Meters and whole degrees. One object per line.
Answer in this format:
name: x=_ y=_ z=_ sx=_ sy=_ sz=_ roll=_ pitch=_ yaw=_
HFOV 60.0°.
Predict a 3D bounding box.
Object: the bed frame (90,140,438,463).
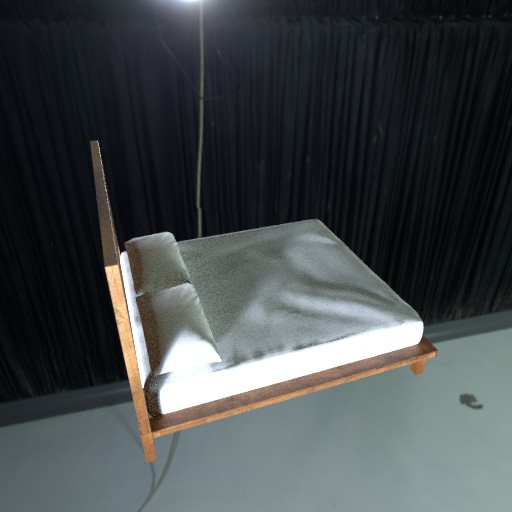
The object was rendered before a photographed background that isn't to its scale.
bed frame: x=0.000 y=0.000 z=3.627 sx=2.235 sy=1.537 sz=2.038 roll=-11 pitch=33 yaw=-16
